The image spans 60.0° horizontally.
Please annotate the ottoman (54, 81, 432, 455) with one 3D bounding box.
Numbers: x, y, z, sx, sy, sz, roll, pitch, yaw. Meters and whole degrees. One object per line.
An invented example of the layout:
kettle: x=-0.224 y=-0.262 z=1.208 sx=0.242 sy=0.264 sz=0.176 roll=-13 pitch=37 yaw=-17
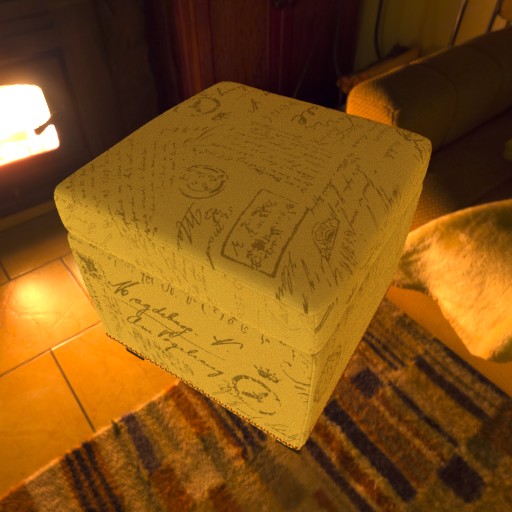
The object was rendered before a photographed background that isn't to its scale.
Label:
ottoman: x=0.000 y=0.000 z=0.831 sx=0.450 sy=0.457 sz=0.449 roll=24 pitch=50 yaw=22
